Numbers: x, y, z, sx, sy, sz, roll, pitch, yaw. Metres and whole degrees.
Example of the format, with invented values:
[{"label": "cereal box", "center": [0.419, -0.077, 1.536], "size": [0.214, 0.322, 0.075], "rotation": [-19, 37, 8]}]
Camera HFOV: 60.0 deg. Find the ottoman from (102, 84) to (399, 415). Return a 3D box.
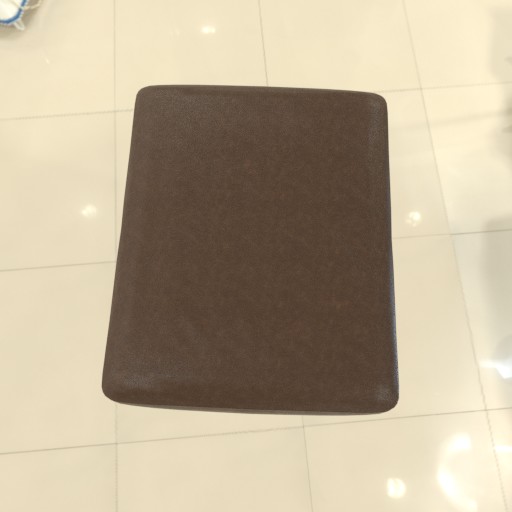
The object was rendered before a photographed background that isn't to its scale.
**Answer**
[{"label": "ottoman", "center": [0.000, 0.000, 1.122], "size": [0.603, 0.476, 0.751], "rotation": [2, 76, 1]}]
